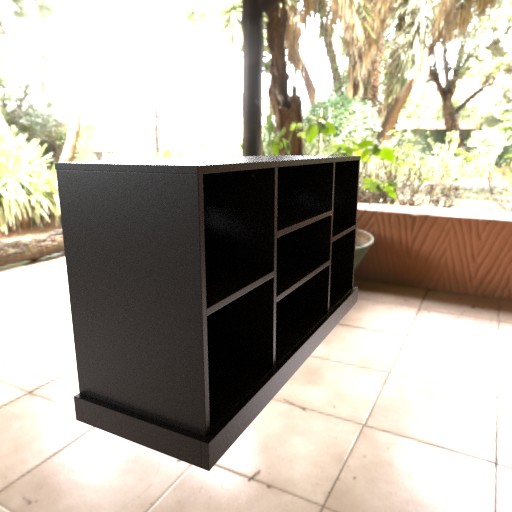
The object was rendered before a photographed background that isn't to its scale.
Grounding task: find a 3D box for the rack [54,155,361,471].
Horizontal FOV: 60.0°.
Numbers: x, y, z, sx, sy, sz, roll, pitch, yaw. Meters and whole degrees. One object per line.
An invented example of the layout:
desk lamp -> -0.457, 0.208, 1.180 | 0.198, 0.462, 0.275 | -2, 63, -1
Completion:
rack -> 0.000, 0.000, 1.474 | 0.399, 0.635, 1.206 | 7, 15, 26
